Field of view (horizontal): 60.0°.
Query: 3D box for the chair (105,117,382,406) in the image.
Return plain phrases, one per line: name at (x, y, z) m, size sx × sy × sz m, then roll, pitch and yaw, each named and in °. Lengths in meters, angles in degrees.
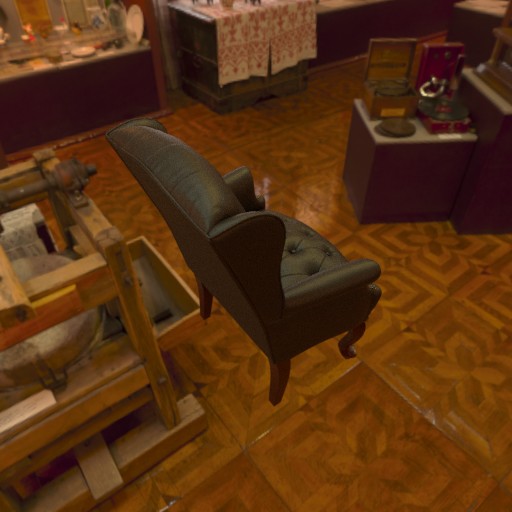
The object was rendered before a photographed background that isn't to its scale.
chair at (0.000, 0.000, 1.722) m, size 0.762 × 1.111 × 0.838 m, roll -25°, pitch 47°, yaw -26°
